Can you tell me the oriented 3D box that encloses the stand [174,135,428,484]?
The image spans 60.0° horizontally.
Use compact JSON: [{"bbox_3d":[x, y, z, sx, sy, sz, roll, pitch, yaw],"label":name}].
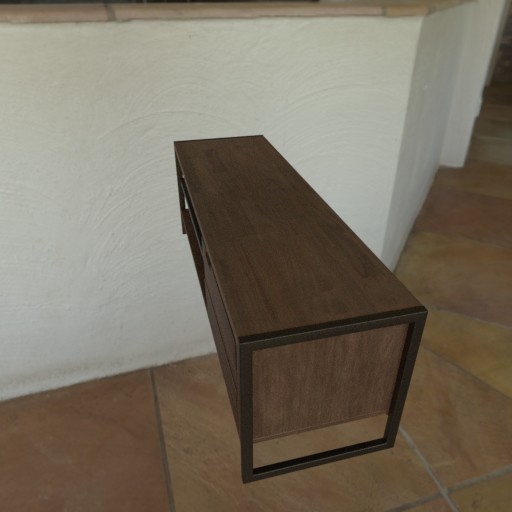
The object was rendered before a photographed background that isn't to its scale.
[{"bbox_3d":[0.000,0.000,1.727,0.454,0.506,1.480,-8,32,-12],"label":"stand"}]
